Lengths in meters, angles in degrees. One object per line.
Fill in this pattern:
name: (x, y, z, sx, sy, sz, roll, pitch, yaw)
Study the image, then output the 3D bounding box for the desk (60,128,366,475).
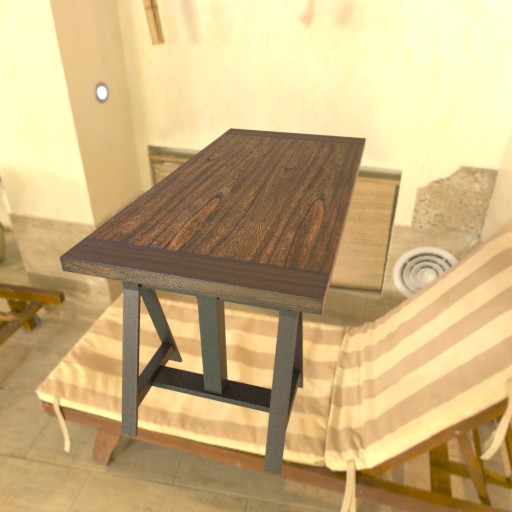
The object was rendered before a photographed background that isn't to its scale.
desk: (0.000, 0.000, 2.002, 0.784, 0.725, 1.543, 8, 31, 14)
